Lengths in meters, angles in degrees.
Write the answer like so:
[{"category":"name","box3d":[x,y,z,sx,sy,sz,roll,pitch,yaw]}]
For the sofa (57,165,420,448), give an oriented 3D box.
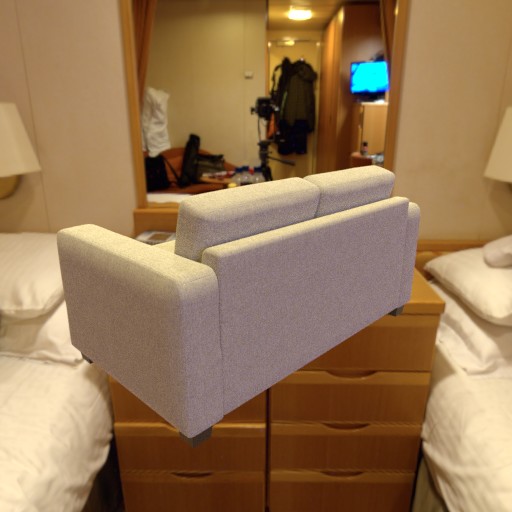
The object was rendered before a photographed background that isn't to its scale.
[{"category":"sofa","box3d":[0.000,0.000,2.098,0.900,0.800,1.540,17,25,42]}]
